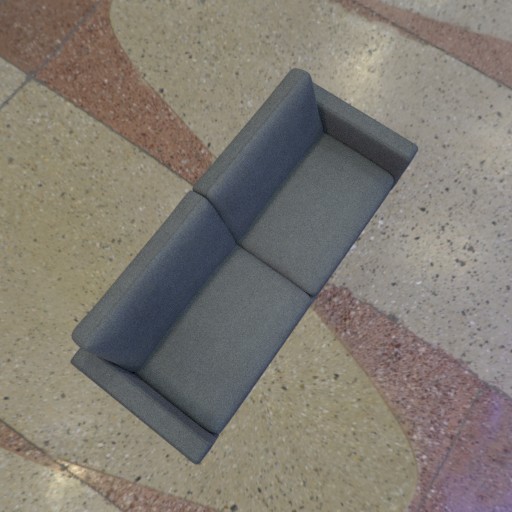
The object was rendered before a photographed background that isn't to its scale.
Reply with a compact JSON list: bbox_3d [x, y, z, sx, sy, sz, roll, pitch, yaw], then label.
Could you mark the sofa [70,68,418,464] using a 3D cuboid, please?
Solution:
[{"bbox_3d":[0.000,0.000,2.353,0.774,0.828,1.925,35,77,9],"label":"sofa"}]
